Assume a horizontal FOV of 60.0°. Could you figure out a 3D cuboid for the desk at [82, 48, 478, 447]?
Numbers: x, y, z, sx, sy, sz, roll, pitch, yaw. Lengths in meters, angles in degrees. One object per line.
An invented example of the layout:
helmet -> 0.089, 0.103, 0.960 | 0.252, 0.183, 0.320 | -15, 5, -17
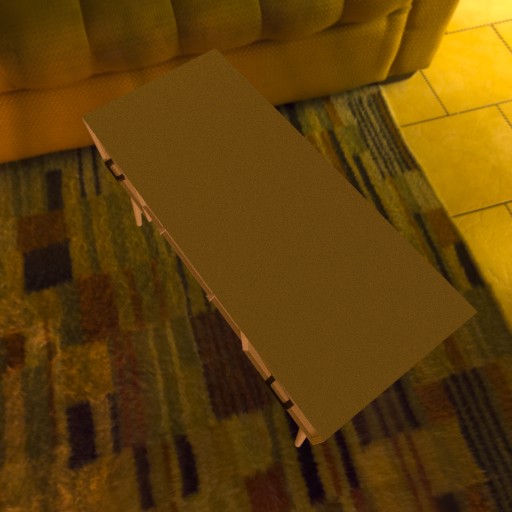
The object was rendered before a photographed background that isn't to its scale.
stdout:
desk -> 0.000, 0.000, 1.749 | 0.589, 0.762, 1.313 | -34, 69, -15
